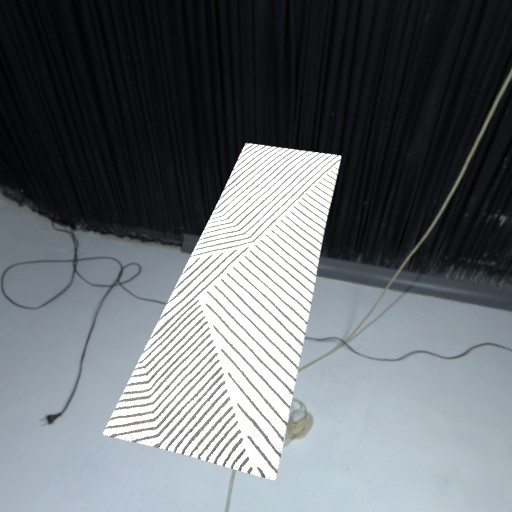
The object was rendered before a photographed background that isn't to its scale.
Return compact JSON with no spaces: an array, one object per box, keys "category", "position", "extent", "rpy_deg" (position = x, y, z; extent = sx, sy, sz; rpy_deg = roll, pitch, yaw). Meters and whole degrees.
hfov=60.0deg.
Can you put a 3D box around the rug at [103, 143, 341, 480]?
[{"category":"rug","position":[0.000,0.000,2.691],"extent":[0.773,0.020,2.439],"rpy_deg":[10,46,10]}]
